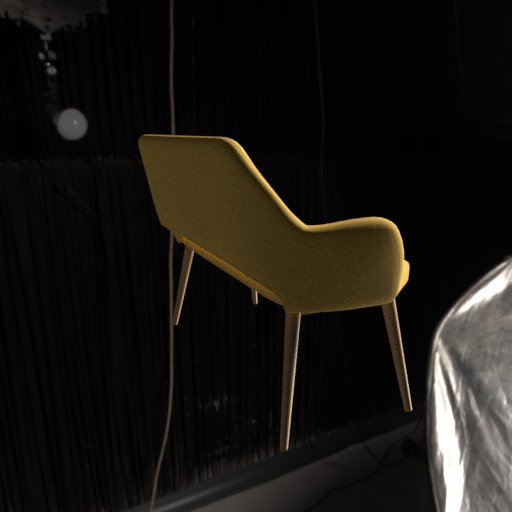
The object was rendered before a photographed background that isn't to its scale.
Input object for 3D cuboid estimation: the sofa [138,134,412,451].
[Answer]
[{"bbox_3d":[0.000,0.000,1.596,0.610,0.840,1.150,-8,18,-27],"label":"sofa"}]
